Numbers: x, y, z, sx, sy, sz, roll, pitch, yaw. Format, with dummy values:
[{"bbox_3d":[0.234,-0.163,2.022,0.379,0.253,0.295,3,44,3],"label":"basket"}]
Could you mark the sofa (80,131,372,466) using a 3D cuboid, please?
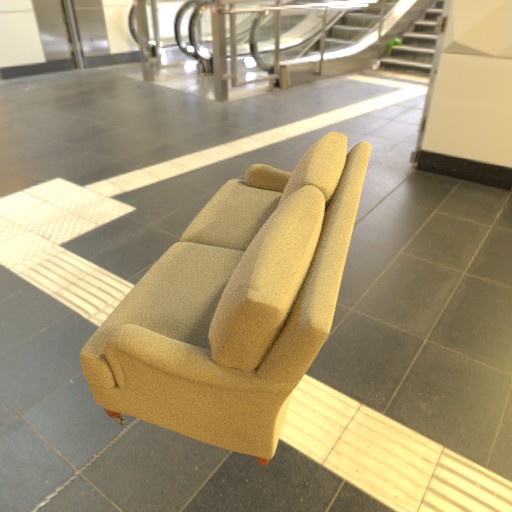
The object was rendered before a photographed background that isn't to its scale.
[{"bbox_3d":[0.000,0.000,2.606,1.091,0.997,2.070,9,34,14],"label":"sofa"}]
